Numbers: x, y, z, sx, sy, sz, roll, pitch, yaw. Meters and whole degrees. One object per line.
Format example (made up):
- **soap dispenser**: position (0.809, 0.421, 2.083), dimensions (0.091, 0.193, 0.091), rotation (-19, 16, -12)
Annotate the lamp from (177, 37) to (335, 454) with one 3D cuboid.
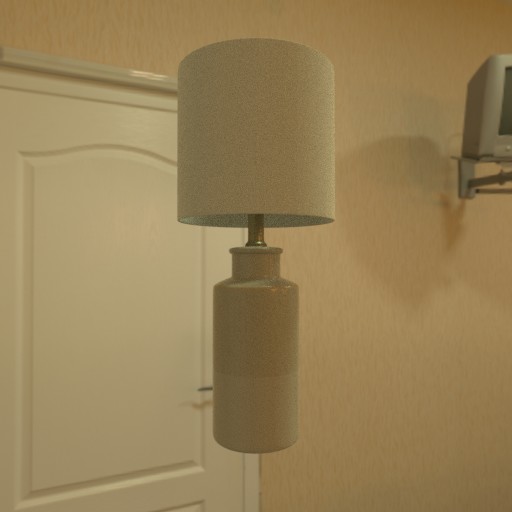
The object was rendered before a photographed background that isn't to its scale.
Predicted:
- **lamp**: position (0.000, 0.000, 0.605), dimensions (0.212, 0.493, 0.212), rotation (-1, -1, 36)
